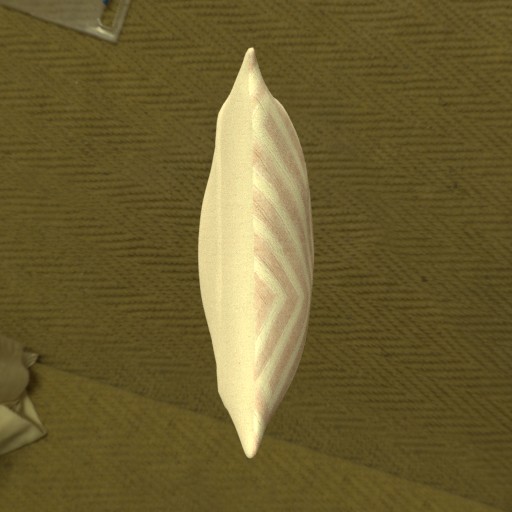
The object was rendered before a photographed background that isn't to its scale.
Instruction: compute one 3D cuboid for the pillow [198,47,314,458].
[{"bbox_3d":[0.000,0.000,0.674,0.182,0.441,0.440,0,90,1],"label":"pillow"}]
